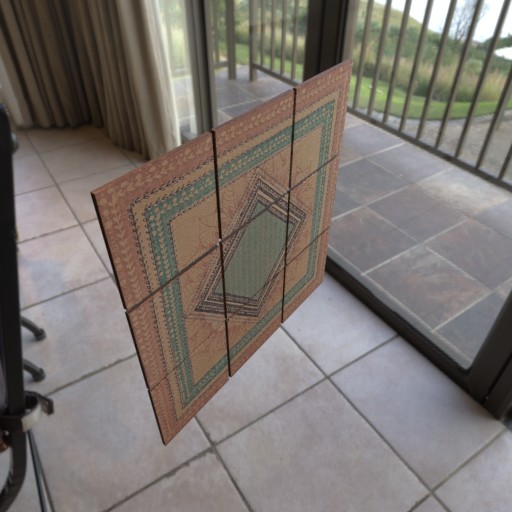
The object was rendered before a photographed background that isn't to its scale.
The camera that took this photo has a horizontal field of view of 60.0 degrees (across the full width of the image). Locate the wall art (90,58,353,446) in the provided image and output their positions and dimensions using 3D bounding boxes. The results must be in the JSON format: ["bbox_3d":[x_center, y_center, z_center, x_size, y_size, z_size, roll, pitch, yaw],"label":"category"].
[{"bbox_3d":[0.000,0.000,1.334,0.013,0.914,0.915,27,48,28],"label":"wall art"}]
